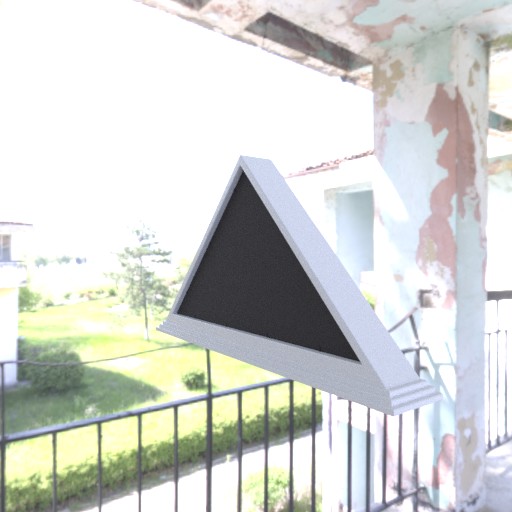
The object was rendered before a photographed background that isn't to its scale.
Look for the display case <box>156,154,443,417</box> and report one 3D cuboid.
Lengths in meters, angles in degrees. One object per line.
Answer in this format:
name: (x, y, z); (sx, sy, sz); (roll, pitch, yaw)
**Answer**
display case: (0.000, 0.000, 0.764); (0.095, 0.340, 0.640); (-1, 1, -36)
